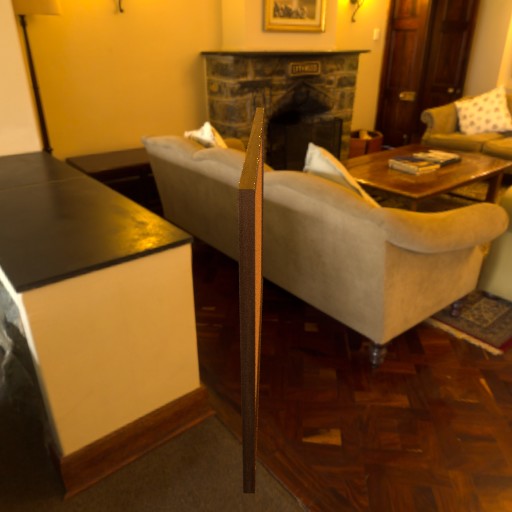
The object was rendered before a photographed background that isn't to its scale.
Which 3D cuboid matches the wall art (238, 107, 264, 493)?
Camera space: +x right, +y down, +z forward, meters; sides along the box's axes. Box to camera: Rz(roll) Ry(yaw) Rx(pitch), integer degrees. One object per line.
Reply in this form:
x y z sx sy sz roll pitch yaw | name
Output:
0.000 0.000 0.558 0.012 0.304 0.431 1 25 2 | wall art
